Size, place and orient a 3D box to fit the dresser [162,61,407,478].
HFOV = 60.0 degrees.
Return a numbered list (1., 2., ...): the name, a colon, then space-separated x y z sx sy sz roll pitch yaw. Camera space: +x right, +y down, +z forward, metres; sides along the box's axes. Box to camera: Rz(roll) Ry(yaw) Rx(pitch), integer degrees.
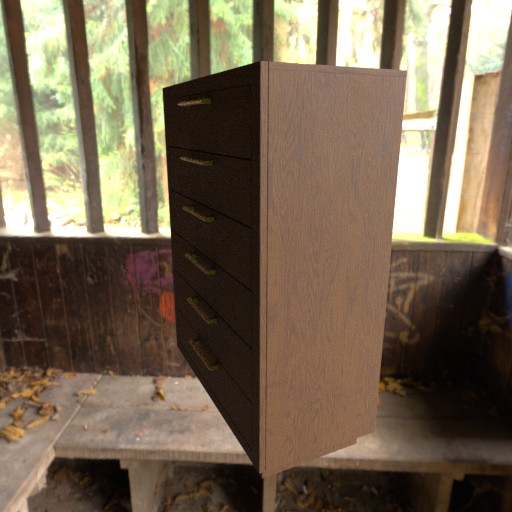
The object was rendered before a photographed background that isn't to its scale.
1. dresser: 0.000 0.000 1.788 0.516 1.320 0.964 -8 18 -25
